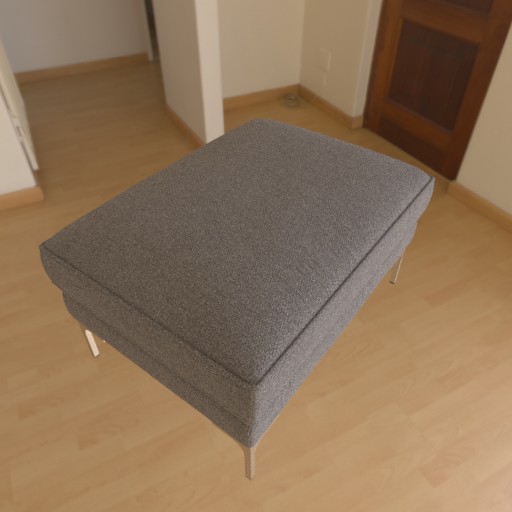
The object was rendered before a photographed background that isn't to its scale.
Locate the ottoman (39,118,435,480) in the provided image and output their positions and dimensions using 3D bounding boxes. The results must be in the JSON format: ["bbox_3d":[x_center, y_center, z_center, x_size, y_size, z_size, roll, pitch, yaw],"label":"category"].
[{"bbox_3d":[0.000,0.000,1.133,0.583,0.464,0.785,27,48,27],"label":"ottoman"}]
